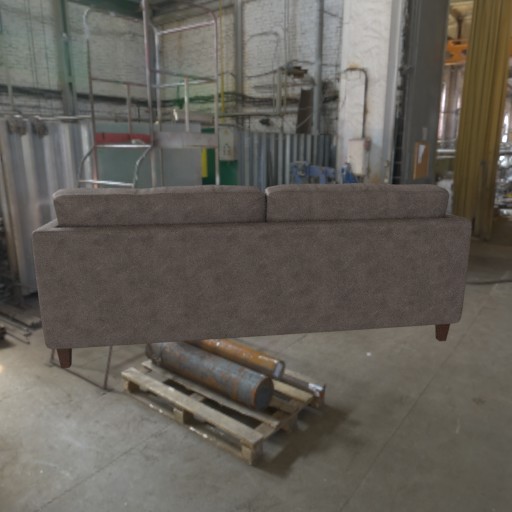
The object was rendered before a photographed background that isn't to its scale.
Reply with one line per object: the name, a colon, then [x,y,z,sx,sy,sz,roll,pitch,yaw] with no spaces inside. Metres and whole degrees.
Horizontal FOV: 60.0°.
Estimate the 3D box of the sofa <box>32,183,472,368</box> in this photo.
sofa: [0.000,0.000,2.887,2.434,0.965,0.951,-2,14,-9]
